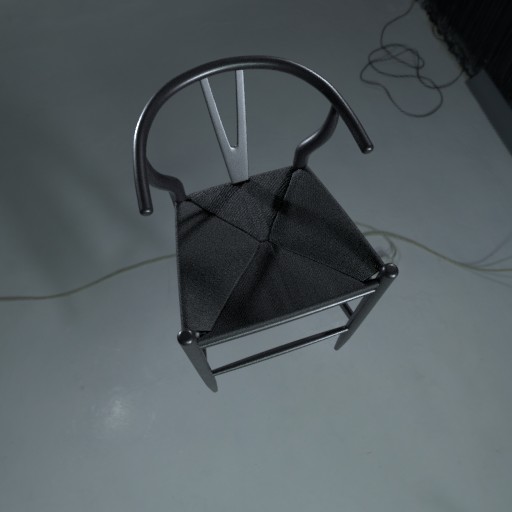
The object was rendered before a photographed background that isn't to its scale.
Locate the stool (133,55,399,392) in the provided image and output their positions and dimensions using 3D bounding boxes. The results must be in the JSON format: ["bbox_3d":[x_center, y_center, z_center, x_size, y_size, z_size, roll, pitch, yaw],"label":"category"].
[{"bbox_3d":[0.000,0.000,1.428,0.569,1.072,0.579,-17,66,-8],"label":"stool"}]
